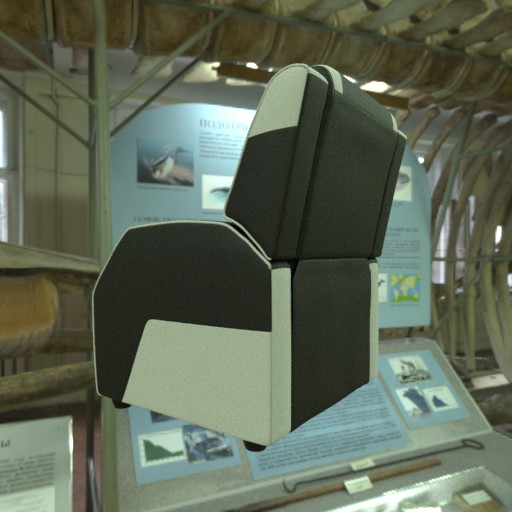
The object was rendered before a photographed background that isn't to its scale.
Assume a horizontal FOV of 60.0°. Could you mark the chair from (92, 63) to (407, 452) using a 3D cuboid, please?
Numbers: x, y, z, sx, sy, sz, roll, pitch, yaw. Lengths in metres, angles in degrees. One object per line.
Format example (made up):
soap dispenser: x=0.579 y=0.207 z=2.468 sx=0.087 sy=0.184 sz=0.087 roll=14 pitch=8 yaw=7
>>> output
chair: x=0.000 y=0.000 z=1.252 sx=0.672 sy=0.805 sz=0.620 roll=0 pitch=1 yaw=35
